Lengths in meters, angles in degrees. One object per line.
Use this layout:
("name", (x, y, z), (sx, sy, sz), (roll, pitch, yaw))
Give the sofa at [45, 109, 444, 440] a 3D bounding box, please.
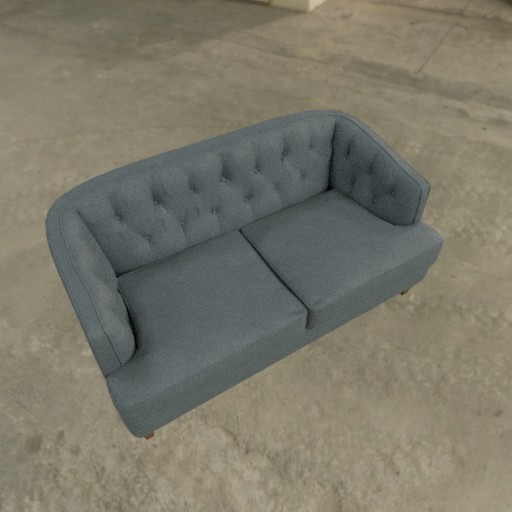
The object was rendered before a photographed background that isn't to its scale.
("sofa", (0.000, 0.000, 2.207), (1.733, 0.855, 0.941), (-24, 50, -22))
